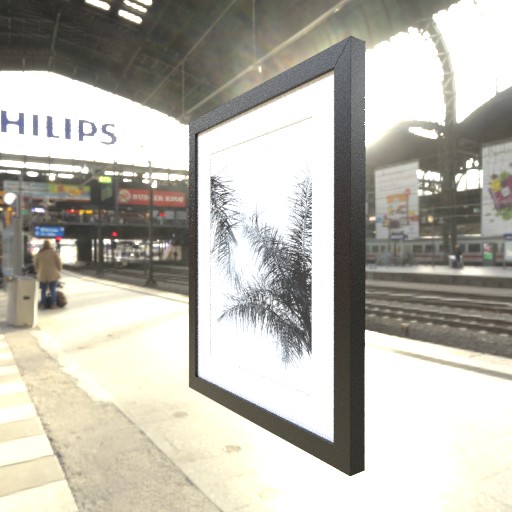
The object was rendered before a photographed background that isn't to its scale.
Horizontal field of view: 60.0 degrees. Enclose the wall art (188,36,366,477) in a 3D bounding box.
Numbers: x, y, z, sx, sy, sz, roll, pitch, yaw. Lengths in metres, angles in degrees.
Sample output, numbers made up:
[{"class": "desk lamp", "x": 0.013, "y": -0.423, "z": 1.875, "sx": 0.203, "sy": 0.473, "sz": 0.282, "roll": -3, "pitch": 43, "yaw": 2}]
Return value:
[{"class": "wall art", "x": 0.000, "y": 0.000, "z": 0.755, "sx": 0.028, "sy": 0.557, "sz": 0.457, "roll": 0, "pitch": 1, "yaw": -35}]
